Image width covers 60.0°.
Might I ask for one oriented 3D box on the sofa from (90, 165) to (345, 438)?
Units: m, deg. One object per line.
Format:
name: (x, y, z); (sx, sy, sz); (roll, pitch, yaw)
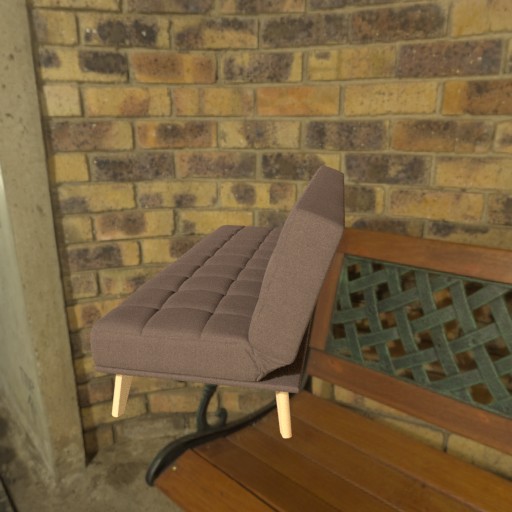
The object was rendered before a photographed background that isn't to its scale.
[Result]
sofa: (0.000, 0.000, 2.289); (0.860, 0.810, 1.800); (3, 16, 10)
